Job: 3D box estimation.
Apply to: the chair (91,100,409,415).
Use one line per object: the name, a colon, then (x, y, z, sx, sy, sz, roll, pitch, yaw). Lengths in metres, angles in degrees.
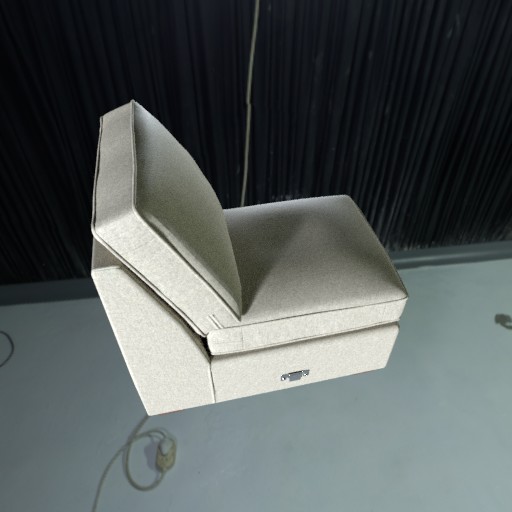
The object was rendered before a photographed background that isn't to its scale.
chair: (0.000, 0.000, 1.696, 1.020, 1.058, 0.674, -9, 45, -9)
